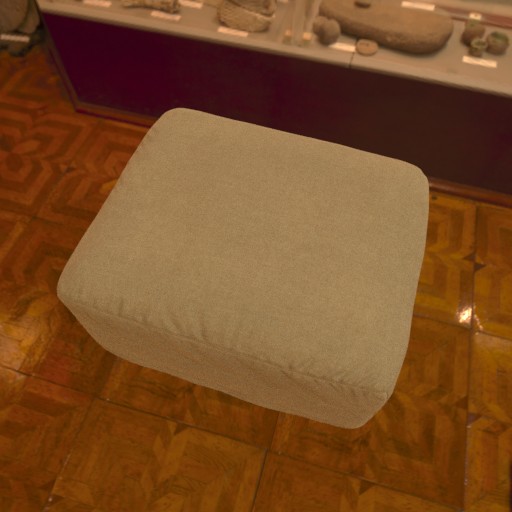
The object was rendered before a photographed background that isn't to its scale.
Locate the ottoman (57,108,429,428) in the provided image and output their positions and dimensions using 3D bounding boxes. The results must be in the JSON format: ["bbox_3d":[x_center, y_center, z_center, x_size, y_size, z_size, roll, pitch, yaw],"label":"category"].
[{"bbox_3d":[0.000,0.000,1.241,0.837,0.481,0.683,16,60,9],"label":"ottoman"}]
